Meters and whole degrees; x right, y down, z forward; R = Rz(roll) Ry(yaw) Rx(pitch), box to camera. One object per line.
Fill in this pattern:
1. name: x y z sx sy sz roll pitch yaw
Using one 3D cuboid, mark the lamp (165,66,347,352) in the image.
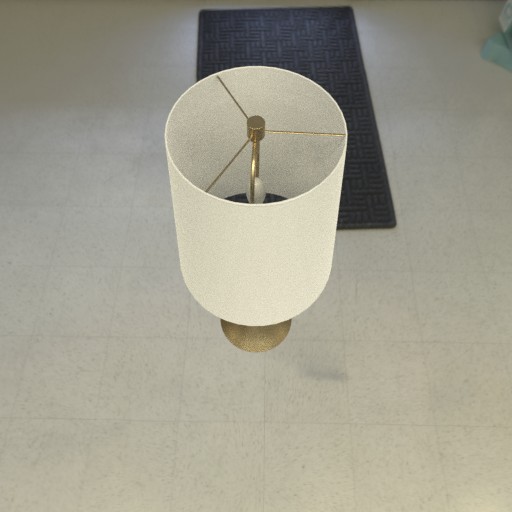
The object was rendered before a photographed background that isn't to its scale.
1. lamp: 0.000 0.000 0.683 0.231 0.569 0.231 0 63 0
